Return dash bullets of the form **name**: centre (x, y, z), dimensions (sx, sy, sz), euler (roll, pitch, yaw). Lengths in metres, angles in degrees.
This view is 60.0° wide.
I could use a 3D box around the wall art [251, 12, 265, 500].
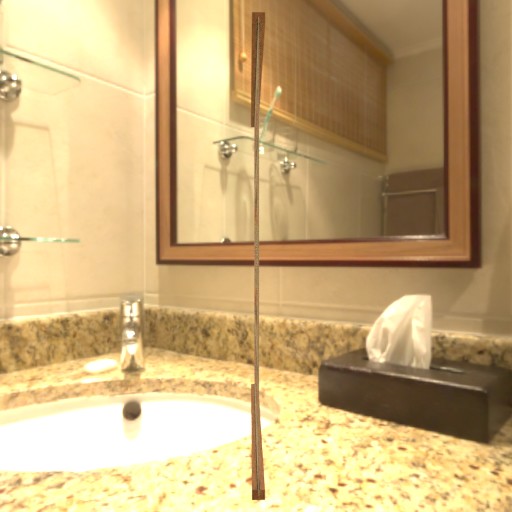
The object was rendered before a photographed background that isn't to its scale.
- **wall art**: centre (0.000, 0.000, 1.302), dimensions (0.028, 1.016, 0.765), euler (0, 0, -1)
